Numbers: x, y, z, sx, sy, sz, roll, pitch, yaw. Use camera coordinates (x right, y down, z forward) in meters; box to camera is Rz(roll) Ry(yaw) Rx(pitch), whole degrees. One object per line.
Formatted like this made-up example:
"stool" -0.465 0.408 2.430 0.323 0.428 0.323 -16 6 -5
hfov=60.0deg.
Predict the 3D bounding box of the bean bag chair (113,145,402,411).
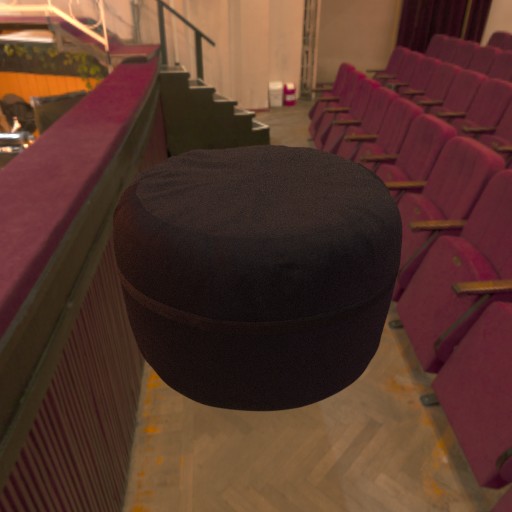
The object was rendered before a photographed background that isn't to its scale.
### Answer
"bean bag chair" 0.000 0.000 1.983 1.219 0.762 1.219 0 31 0
